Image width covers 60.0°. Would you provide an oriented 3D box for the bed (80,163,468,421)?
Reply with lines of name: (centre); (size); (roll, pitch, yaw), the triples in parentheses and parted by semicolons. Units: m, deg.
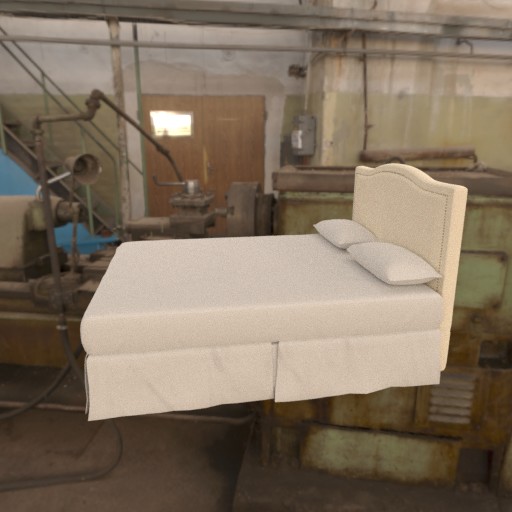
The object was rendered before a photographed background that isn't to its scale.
bed: (0.000, 0.000, 3.600); (2.477, 1.437, 1.977); (-3, 16, -9)
